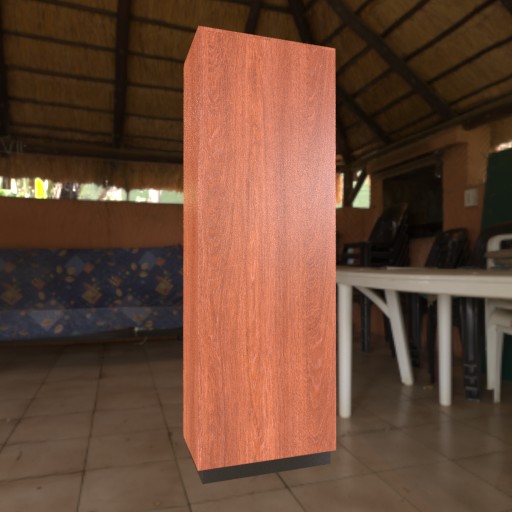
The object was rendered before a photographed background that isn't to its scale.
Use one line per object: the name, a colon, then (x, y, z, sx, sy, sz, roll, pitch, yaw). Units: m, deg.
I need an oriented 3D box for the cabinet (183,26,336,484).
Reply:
cabinet: (0.000, 0.000, 2.205, 0.660, 1.980, 0.420, 0, -1, -18)
